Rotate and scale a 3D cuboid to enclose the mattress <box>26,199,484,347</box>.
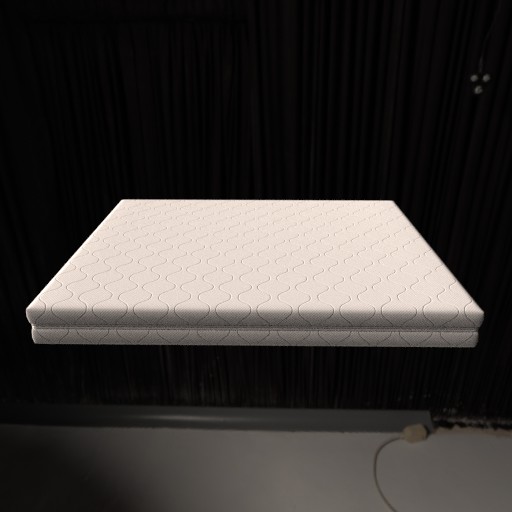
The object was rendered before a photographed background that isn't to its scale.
[{"bbox_3d":[0.000,0.000,2.489,1.900,0.200,1.400,0,26,1],"label":"mattress"}]
